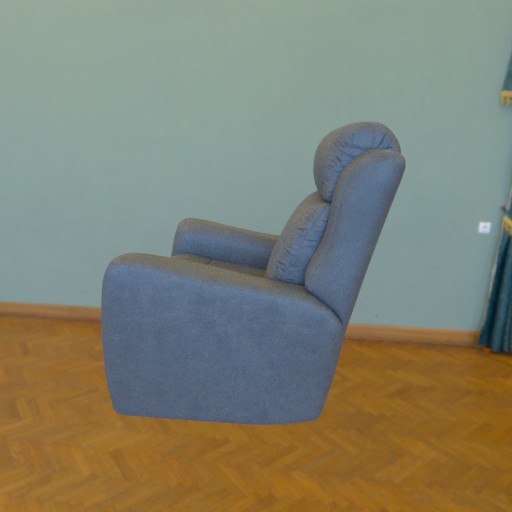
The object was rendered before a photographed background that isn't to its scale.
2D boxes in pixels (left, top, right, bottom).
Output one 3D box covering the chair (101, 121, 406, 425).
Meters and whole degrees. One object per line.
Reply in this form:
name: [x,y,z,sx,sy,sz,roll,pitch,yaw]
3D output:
chair: [0.000,0.000,1.955,1.068,1.116,0.967,2,15,7]
